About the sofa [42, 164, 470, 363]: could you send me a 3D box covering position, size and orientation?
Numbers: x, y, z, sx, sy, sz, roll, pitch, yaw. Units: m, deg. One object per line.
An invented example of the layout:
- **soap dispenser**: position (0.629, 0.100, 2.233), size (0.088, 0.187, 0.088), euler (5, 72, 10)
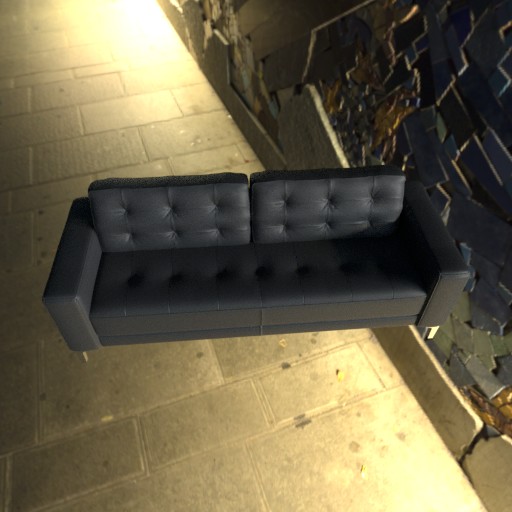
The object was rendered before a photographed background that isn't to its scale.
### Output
- **sofa**: position (0.000, 0.000, 2.702), size (2.275, 0.893, 0.833), euler (-3, 47, -3)
